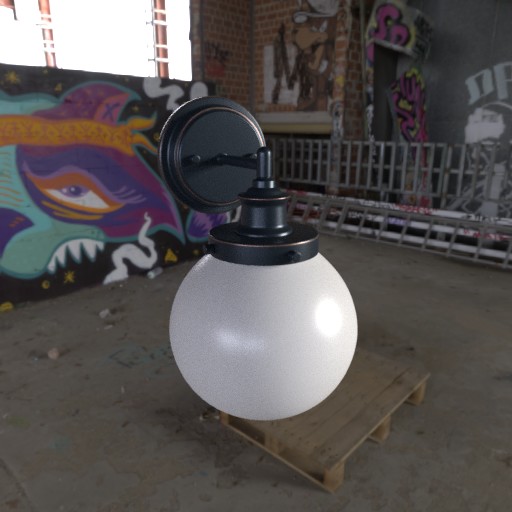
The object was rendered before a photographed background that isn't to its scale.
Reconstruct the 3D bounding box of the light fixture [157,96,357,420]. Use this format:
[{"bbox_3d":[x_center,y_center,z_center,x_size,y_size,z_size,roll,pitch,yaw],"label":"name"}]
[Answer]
[{"bbox_3d":[0.000,0.000,0.469,0.197,0.332,0.230,-8,18,-26],"label":"light fixture"}]
